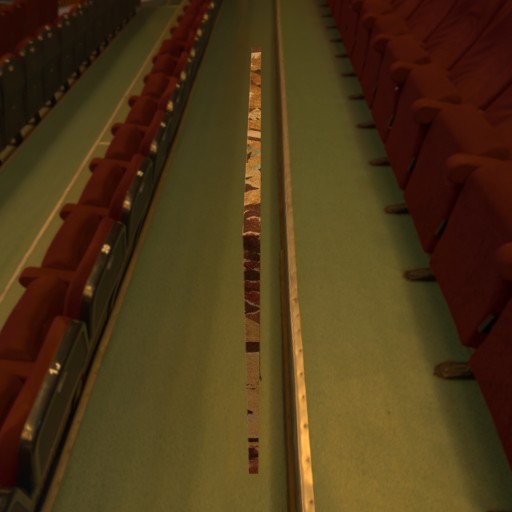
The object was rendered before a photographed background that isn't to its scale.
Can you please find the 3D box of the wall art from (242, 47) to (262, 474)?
[{"bbox_3d":[0.000,0.000,1.114,0.028,0.762,0.757,0,42,0],"label":"wall art"}]
